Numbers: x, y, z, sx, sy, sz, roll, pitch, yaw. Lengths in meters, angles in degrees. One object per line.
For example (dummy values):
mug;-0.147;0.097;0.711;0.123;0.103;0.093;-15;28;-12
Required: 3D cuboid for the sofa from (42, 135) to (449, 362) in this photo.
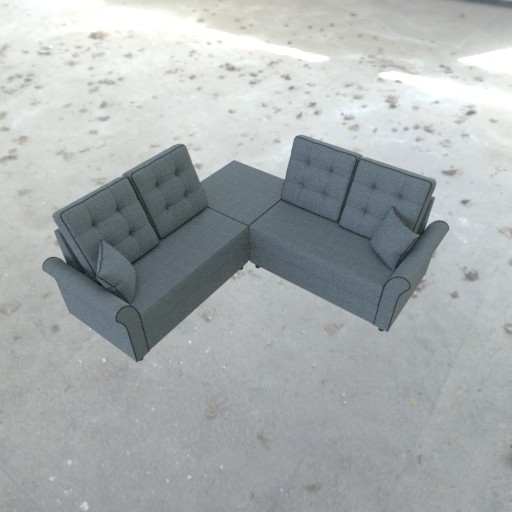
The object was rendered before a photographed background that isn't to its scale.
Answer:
sofa;0.000;0.000;3.211;2.070;0.988;2.068;26;48;26
